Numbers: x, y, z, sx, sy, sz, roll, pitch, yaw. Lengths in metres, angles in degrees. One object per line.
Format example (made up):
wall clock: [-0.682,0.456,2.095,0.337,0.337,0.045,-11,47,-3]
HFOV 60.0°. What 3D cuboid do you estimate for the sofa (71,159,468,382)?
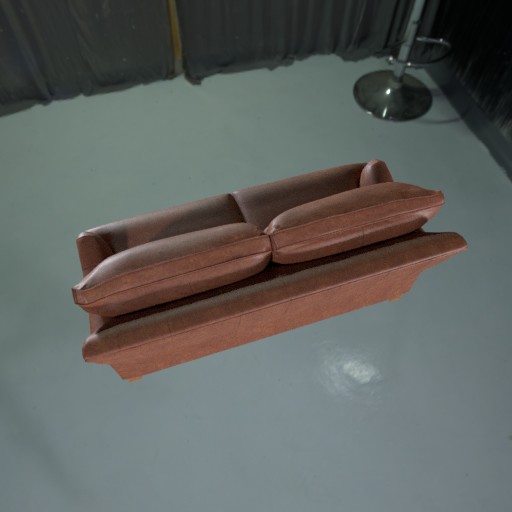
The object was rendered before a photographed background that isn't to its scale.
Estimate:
sofa: [0.000,0.000,2.854,2.144,1.071,1.147,-15,59,-10]
